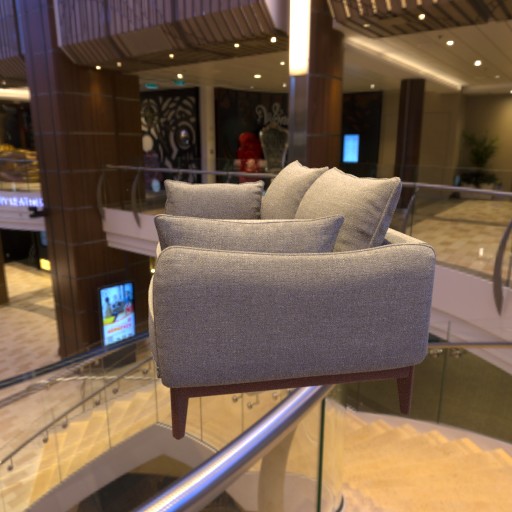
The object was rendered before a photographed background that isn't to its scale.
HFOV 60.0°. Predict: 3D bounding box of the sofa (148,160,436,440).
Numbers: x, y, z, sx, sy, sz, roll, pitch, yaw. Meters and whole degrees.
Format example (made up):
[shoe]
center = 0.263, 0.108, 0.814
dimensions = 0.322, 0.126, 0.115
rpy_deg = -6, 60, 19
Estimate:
[sofa]
center = 0.000, 0.000, 2.135
dimensions = 0.972, 0.851, 1.580
rpy_deg = -2, 14, -10
